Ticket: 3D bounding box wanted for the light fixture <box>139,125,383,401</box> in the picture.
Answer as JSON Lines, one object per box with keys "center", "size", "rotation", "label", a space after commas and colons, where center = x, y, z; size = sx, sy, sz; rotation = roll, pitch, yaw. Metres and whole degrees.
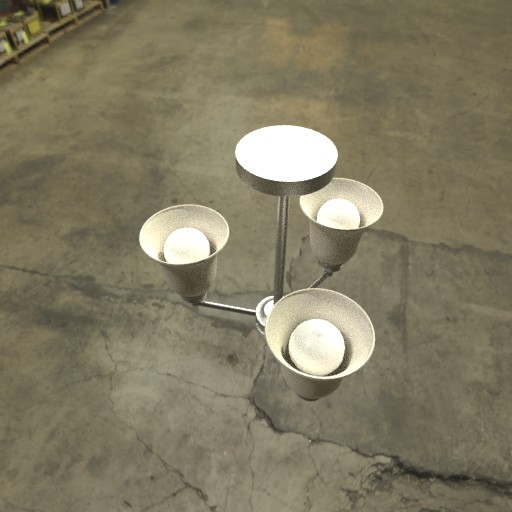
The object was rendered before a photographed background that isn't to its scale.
{"center": [0.000, 0.000, 0.661], "size": [0.354, 0.370, 0.388], "rotation": [10, 46, 9], "label": "light fixture"}
